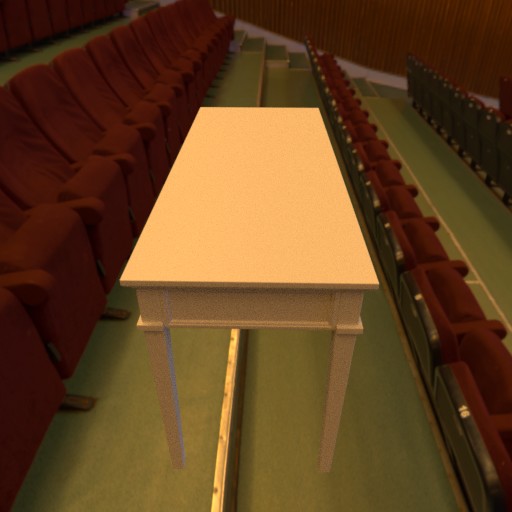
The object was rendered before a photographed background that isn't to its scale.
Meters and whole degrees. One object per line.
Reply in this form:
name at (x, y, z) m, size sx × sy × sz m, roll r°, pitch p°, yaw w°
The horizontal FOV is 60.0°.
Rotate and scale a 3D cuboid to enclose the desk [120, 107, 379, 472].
desk at (0.000, 0.000, 1.735) m, size 0.559 × 0.774 × 1.372 m, roll 1°, pitch 34°, yaw 1°
